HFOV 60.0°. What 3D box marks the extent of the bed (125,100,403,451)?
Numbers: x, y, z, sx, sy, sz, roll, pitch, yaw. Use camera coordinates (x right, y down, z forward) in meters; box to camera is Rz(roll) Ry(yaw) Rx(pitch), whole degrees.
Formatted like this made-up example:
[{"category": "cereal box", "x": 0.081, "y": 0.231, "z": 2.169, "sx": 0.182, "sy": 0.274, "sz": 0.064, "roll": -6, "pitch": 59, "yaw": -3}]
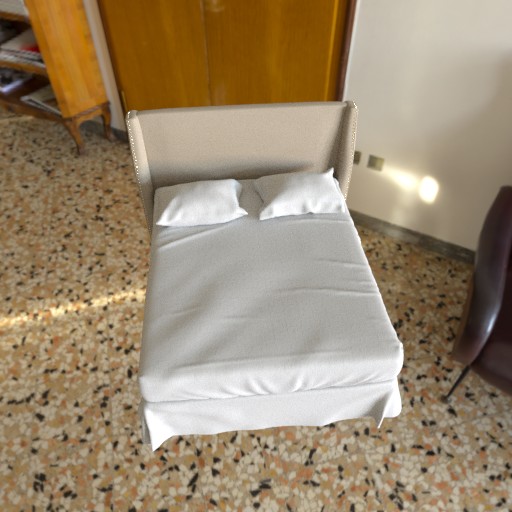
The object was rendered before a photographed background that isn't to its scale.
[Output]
[{"category": "bed", "x": 0.000, "y": 0.000, "z": 3.365, "sx": 1.925, "sy": 1.332, "sz": 2.276, "roll": -4, "pitch": 46, "yaw": -4}]
